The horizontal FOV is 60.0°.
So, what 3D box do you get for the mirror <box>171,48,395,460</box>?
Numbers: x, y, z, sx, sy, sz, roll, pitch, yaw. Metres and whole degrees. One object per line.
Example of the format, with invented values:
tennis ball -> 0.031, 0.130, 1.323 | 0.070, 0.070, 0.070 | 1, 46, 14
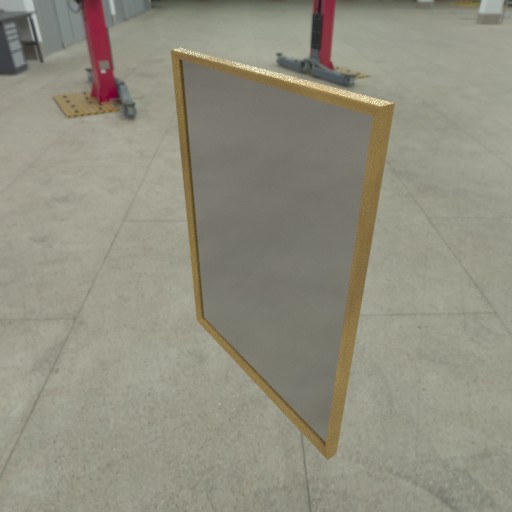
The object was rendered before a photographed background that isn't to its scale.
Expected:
mirror -> 0.000, 0.000, 1.288 | 0.041, 1.016, 0.762 | -22, 39, -30
